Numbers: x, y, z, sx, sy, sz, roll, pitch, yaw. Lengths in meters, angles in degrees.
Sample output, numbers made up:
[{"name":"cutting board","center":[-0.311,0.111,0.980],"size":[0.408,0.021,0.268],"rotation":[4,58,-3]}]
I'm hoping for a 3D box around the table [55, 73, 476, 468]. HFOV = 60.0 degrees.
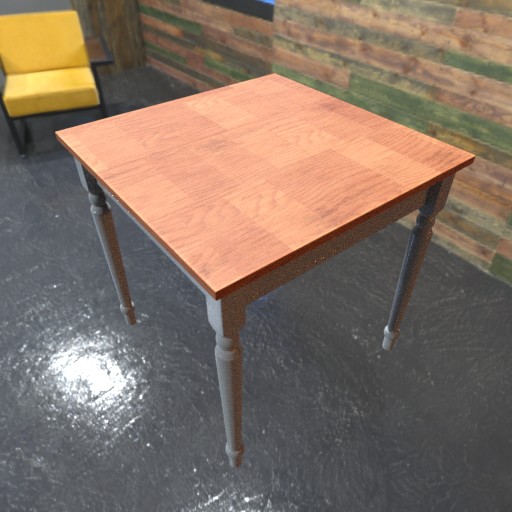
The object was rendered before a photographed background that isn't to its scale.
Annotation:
[{"name":"table","center":[0.000,0.000,1.343],"size":[0.747,0.738,0.747],"rotation":[-27,47,-28]}]
